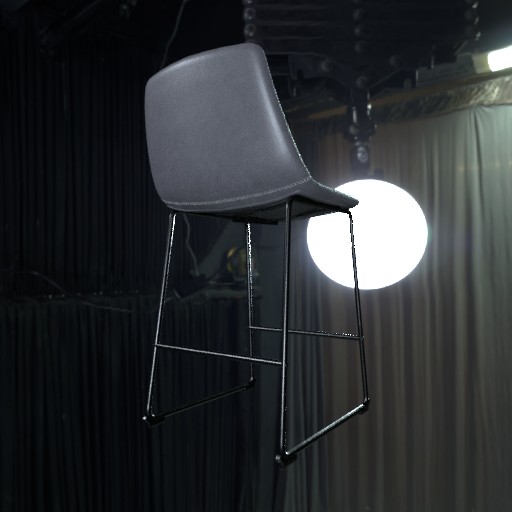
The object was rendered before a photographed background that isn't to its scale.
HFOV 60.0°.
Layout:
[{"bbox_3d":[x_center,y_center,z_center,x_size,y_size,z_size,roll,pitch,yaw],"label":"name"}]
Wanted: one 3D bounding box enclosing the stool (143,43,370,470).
[{"bbox_3d":[0.000,0.000,1.185,0.470,0.876,0.546,-1,-2,36],"label":"stool"}]
